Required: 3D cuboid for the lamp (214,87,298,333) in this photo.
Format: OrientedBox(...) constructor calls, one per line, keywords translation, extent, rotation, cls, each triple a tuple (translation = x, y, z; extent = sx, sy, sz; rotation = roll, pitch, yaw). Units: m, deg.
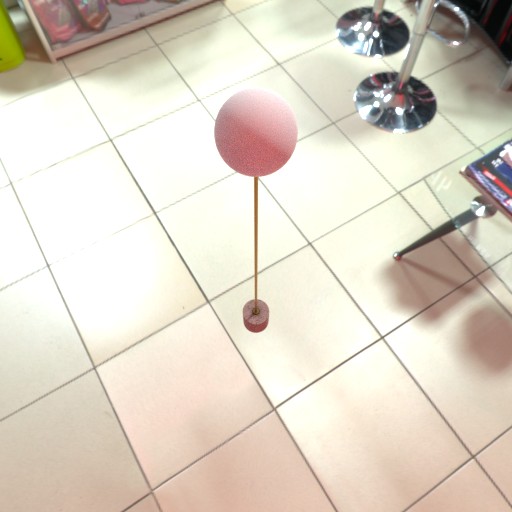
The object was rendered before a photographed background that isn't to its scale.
OrientedBox(translation=(0.000, 0.000, 1.886), extent=(0.229, 1.748, 0.229), rotation=(1, 64, 0), cls="lamp")
